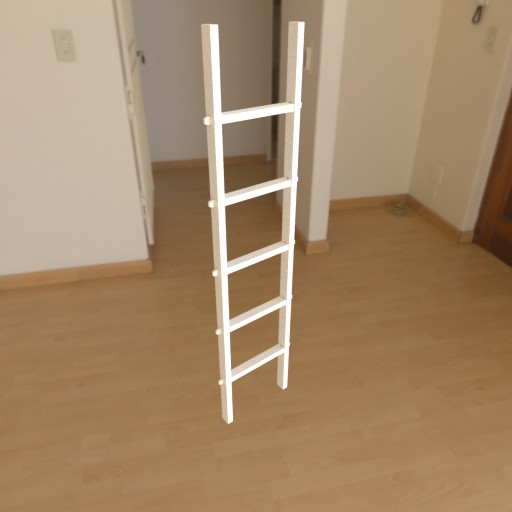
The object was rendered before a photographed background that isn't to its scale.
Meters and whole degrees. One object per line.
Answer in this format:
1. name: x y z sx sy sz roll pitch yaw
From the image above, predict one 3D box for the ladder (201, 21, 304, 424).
1. ladder: 0.000 0.000 1.930 0.452 1.797 0.051 -22 36 -33
